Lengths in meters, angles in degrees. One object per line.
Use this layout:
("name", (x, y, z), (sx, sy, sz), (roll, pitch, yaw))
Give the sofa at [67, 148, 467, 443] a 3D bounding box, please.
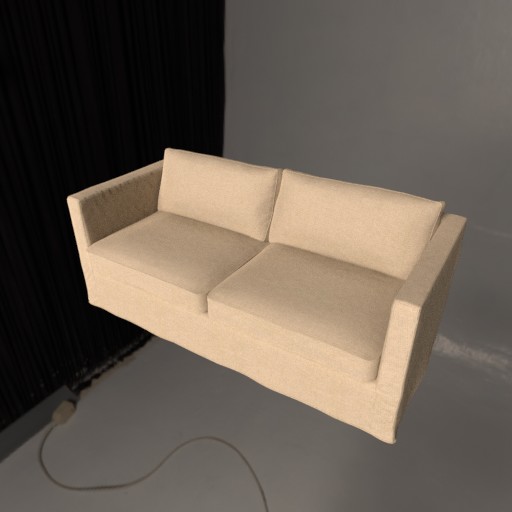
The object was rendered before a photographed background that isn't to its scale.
("sofa", (0.000, 0.000, 2.491), (1.987, 0.847, 0.956), (17, 34, 28))
